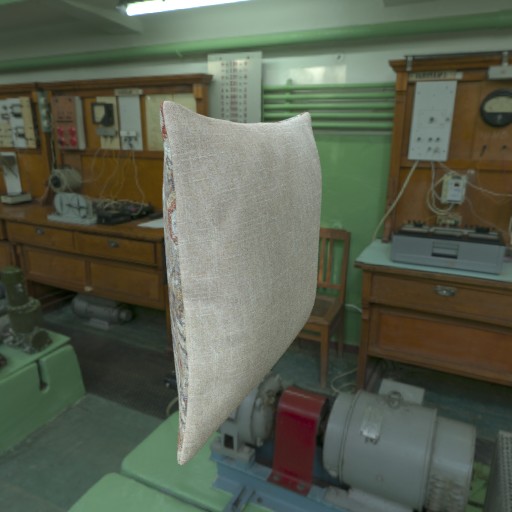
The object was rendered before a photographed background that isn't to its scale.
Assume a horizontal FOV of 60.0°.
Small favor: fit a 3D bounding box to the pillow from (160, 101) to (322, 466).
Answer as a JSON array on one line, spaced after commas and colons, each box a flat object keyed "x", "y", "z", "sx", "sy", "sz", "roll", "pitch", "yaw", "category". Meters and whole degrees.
[{"x": 0.000, "y": 0.000, "z": 0.797, "sx": 0.166, "sy": 0.506, "sz": 0.523, "roll": 7, "pitch": 18, "yaw": 24, "category": "pillow"}]
